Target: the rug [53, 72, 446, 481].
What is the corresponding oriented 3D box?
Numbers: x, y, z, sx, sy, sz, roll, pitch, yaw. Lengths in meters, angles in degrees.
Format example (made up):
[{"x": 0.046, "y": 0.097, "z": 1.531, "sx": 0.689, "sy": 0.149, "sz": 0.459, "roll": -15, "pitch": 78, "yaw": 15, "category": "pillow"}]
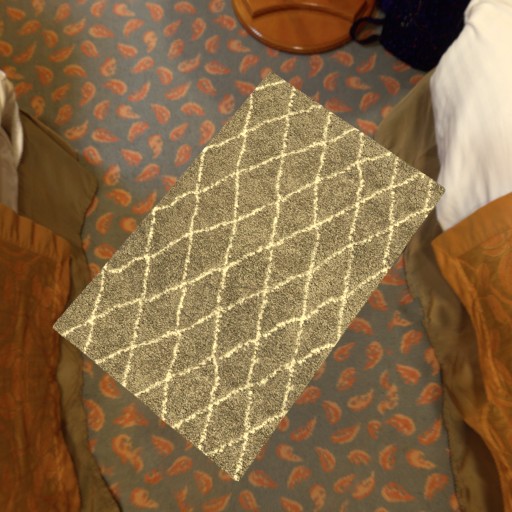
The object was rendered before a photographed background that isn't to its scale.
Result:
[{"x": 0.000, "y": 0.000, "z": 3.463, "sx": 1.778, "sy": 0.030, "sz": 2.743, "roll": 37, "pitch": 80, "yaw": 8, "category": "rug"}]
